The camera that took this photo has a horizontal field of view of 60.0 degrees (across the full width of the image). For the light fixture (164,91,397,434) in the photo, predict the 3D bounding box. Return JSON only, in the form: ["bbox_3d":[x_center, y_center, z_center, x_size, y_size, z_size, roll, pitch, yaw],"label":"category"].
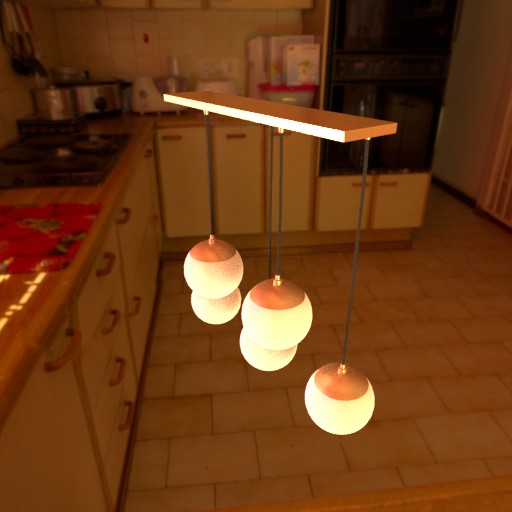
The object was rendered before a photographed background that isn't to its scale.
[{"bbox_3d":[0.000,0.000,1.339,0.299,0.869,0.863,-18,32,-32],"label":"light fixture"}]
